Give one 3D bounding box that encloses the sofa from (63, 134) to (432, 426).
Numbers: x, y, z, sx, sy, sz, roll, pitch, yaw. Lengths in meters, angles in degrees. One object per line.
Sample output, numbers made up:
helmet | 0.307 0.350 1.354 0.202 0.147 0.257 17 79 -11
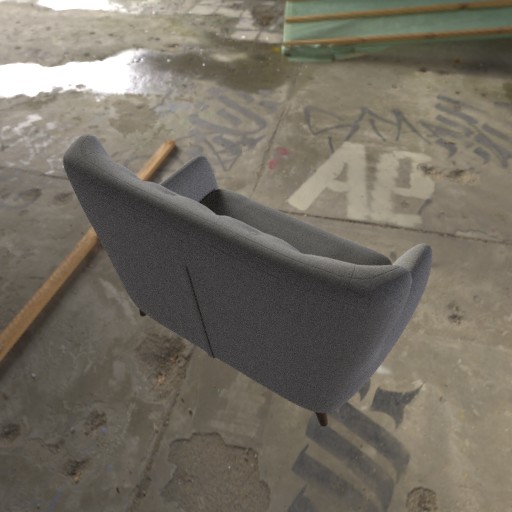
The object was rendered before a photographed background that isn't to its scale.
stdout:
sofa | 0.000 0.000 1.976 1.386 1.028 0.884 25 51 22
